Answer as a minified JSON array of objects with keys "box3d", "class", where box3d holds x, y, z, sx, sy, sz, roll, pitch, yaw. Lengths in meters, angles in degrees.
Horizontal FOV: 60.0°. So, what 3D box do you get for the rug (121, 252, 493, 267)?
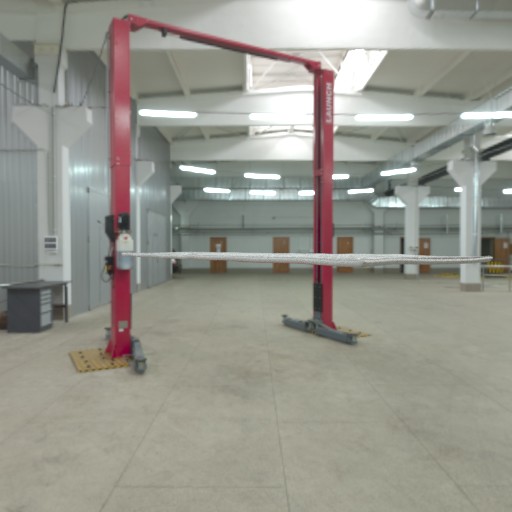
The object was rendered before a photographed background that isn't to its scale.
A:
[{"box3d":[0.000,0.000,2.652,0.832,0.035,2.381,-1,1,-35],"class":"rug"}]
